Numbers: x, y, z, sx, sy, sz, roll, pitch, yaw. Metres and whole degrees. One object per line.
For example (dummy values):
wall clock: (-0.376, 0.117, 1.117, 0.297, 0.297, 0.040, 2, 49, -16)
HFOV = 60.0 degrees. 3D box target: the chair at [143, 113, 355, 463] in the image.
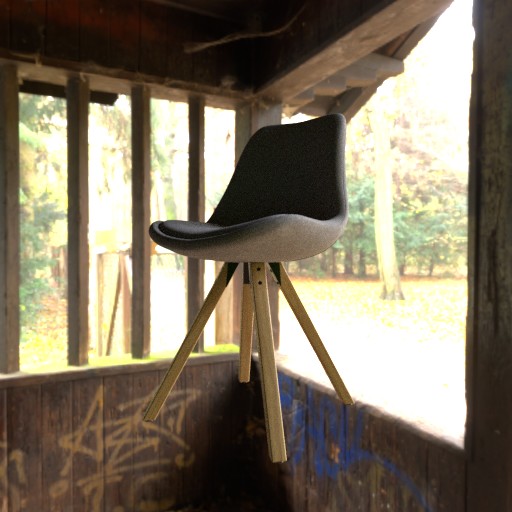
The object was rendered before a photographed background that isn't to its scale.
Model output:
chair: (0.000, 0.000, 1.225, 0.483, 0.865, 0.550, 1, 1, 34)
